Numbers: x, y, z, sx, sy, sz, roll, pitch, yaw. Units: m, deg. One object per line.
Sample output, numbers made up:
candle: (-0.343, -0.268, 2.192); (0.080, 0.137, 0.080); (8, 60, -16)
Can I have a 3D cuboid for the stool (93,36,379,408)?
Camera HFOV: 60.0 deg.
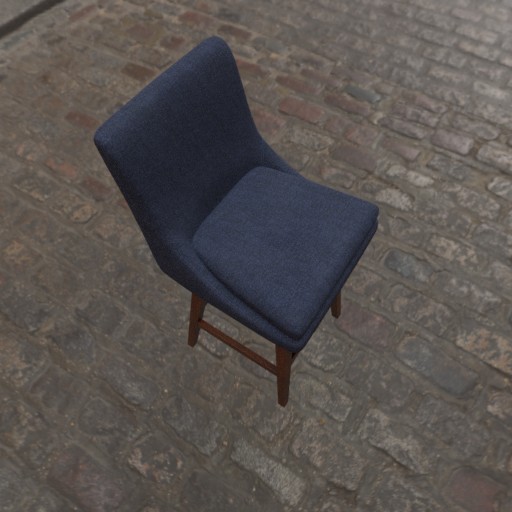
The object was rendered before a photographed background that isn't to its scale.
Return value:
stool: (0.000, 0.000, 1.382); (0.572, 1.068, 0.489); (29, 62, 17)
